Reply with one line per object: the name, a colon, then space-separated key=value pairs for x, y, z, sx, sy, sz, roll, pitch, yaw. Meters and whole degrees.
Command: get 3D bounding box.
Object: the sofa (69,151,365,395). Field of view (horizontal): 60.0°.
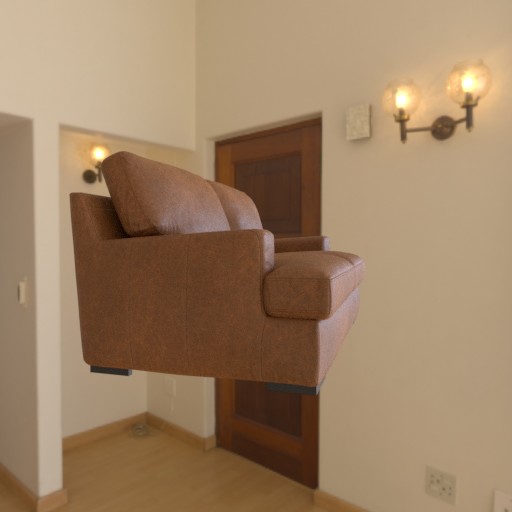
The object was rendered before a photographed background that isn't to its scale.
sofa: x=0.000 y=0.000 z=2.592 sx=1.144 sy=0.966 sz=1.880 roll=1 pitch=2 yaw=17
